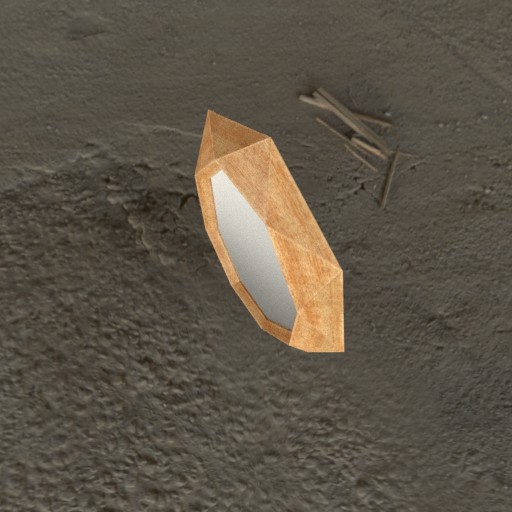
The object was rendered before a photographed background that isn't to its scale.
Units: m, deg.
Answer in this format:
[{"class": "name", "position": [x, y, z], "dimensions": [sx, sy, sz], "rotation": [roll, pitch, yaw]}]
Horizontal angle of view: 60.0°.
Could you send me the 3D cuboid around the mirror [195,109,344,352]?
[{"class": "mirror", "position": [0.000, 0.000, 1.028], "dimensions": [0.070, 0.774, 0.577], "rotation": [-31, 68, -14]}]
